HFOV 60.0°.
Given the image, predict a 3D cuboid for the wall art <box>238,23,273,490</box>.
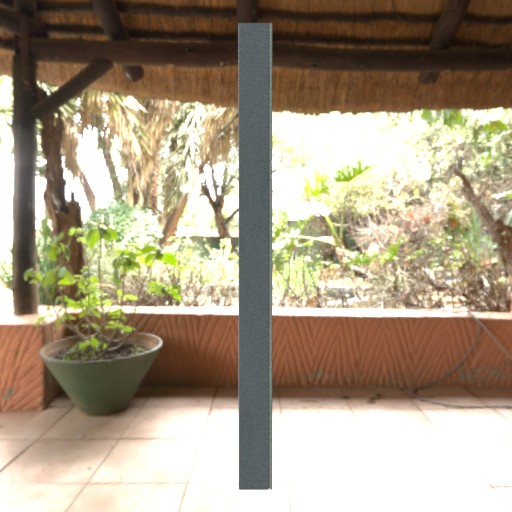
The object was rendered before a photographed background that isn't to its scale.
[{"bbox_3d":[0.000,0.000,0.687,0.037,0.509,0.409,0,0,0],"label":"wall art"}]
